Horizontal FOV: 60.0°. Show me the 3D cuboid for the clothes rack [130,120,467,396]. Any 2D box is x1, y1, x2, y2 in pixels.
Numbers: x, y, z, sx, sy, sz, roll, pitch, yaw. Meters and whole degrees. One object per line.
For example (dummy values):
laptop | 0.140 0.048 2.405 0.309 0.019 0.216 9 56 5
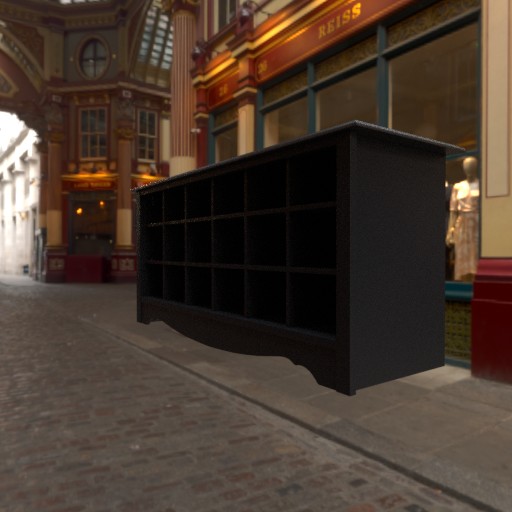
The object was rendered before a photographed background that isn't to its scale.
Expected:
clothes rack | 0.000 0.000 1.477 0.406 0.556 1.219 -1 1 -36
